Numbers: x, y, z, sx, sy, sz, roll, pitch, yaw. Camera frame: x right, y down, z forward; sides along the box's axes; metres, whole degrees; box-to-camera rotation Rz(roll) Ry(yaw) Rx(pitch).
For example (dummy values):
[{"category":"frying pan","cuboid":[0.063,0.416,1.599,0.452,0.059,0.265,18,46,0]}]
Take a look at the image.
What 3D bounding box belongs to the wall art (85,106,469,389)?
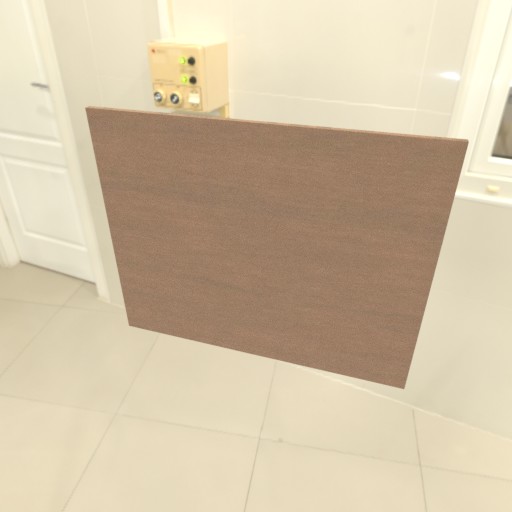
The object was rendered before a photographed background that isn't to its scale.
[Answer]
[{"category":"wall art","cuboid":[0.000,0.000,0.679,0.508,0.408,0.010,10,34,15]}]
